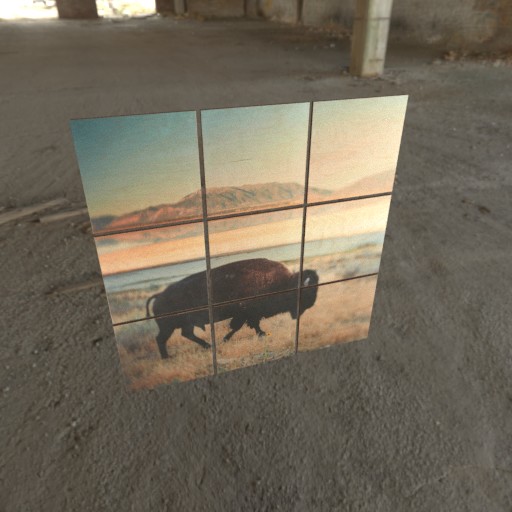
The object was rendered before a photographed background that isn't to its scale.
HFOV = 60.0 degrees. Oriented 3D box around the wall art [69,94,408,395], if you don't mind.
[{"bbox_3d":[0.000,0.000,1.851,1.221,1.218,0.019,-10,32,-16],"label":"wall art"}]
